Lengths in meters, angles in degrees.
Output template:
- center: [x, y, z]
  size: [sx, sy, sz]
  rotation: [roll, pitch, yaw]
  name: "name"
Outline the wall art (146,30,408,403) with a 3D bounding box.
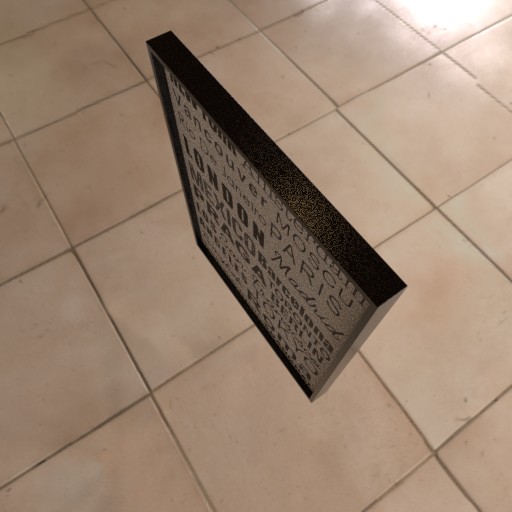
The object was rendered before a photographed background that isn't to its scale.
- center: [0.000, 0.000, 0.742]
  size: [0.038, 0.551, 0.448]
  rotation: [-32, 67, -15]
  name: "wall art"
